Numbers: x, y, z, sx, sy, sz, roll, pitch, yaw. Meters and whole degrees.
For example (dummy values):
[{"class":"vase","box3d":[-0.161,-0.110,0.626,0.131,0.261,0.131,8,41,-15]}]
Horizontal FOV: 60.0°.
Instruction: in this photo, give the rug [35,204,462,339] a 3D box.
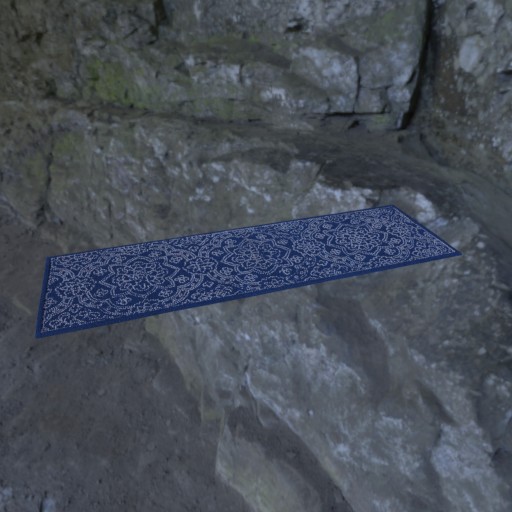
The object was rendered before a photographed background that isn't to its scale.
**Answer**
[{"class":"rug","box3d":[0.000,0.000,2.723,2.448,0.012,0.769,-10,33,-15]}]
